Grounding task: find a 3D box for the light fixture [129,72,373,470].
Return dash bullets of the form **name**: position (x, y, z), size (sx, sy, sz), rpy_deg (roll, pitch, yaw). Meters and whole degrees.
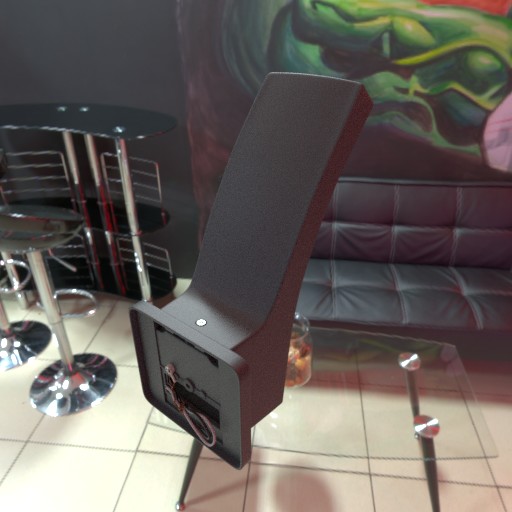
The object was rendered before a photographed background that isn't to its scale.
- **light fixture**: position (0.000, 0.000, 0.336), size (0.108, 0.243, 0.174), rpy_deg (22, 37, 33)
